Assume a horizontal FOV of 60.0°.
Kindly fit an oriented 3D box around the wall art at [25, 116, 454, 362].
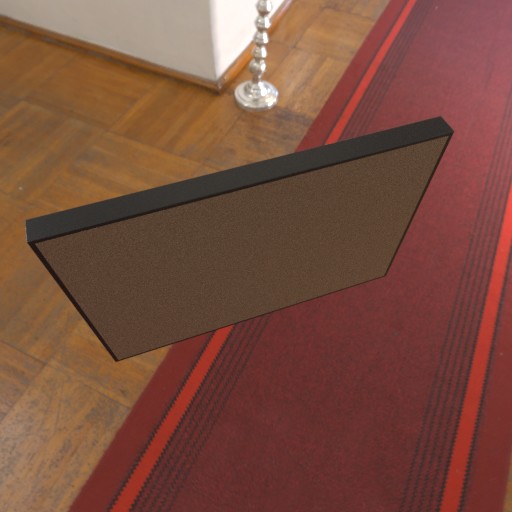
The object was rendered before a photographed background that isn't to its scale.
[{"bbox_3d":[0.000,0.000,1.205,0.939,0.640,0.058,-16,58,-11],"label":"wall art"}]
